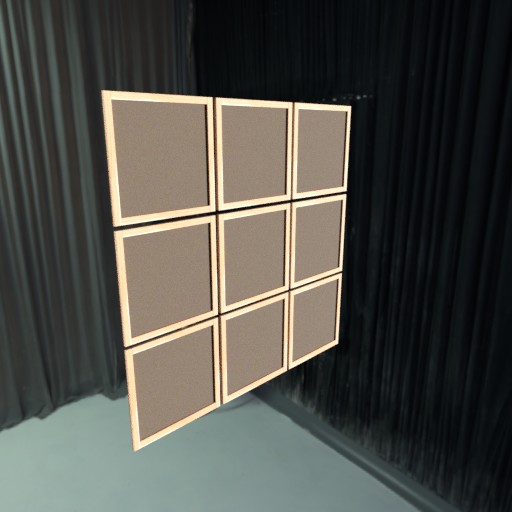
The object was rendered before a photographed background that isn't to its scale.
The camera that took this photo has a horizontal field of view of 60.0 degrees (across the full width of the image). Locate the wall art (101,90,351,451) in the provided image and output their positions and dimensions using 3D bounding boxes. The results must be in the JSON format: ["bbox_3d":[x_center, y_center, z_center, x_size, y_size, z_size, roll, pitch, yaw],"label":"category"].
[{"bbox_3d":[0.000,0.000,1.833,1.216,1.218,0.013,-15,21,-42],"label":"wall art"}]
